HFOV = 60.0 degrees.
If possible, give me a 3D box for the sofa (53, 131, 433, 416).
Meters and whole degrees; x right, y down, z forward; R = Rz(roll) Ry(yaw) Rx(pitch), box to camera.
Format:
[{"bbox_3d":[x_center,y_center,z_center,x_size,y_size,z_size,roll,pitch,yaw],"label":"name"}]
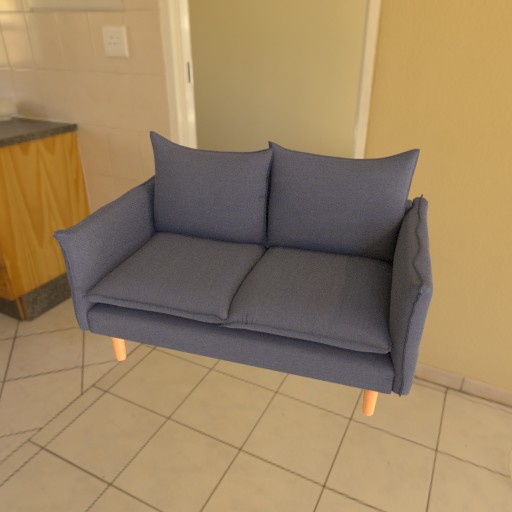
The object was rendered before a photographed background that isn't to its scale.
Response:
[{"bbox_3d":[0.000,0.000,1.804,1.300,0.840,0.820,8,28,15],"label":"sofa"}]
